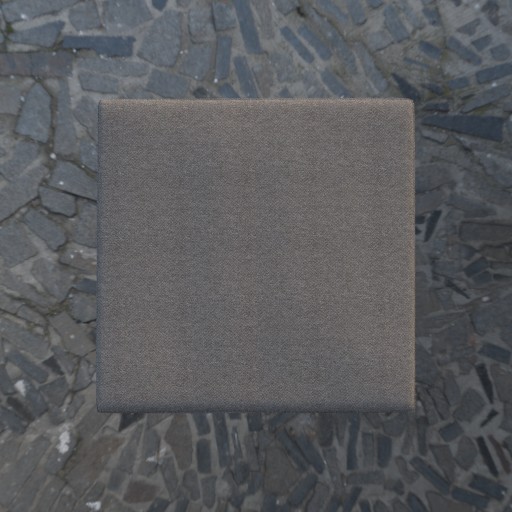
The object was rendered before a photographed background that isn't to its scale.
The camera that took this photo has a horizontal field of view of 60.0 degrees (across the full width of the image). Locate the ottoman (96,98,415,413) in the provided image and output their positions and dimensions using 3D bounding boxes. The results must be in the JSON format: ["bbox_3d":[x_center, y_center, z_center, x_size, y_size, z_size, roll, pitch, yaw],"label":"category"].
[{"bbox_3d":[0.000,0.000,1.502,0.981,0.378,0.970,0,89,0],"label":"ottoman"}]
